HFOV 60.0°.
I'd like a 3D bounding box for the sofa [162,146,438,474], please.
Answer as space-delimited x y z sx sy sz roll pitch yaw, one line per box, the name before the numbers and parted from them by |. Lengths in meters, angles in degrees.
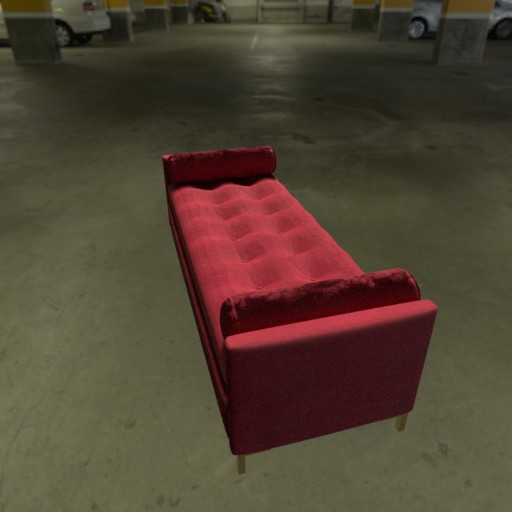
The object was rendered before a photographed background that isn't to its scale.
sofa | 0.000 0.000 2.488 0.796 0.705 2.102 -8 31 -14
